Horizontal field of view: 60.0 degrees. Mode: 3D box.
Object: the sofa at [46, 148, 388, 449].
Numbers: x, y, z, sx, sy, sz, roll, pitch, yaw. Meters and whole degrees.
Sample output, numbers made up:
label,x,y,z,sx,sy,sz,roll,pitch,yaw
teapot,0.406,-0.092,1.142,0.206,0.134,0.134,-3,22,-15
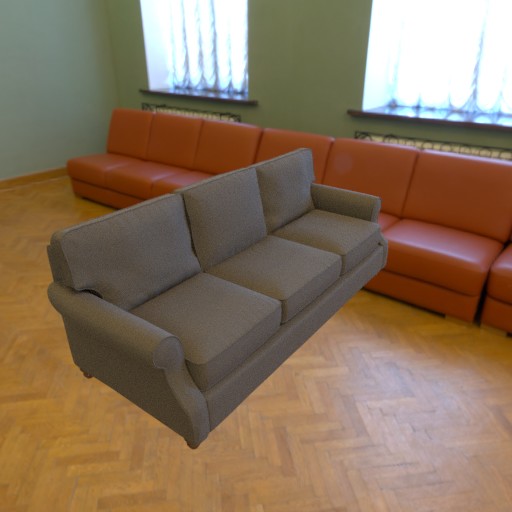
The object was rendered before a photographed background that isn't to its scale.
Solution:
label,x,y,z,sx,sy,sz,roll,pitch,yaw
sofa,0.000,0.000,2.812,0.966,0.948,2.353,18,31,32
